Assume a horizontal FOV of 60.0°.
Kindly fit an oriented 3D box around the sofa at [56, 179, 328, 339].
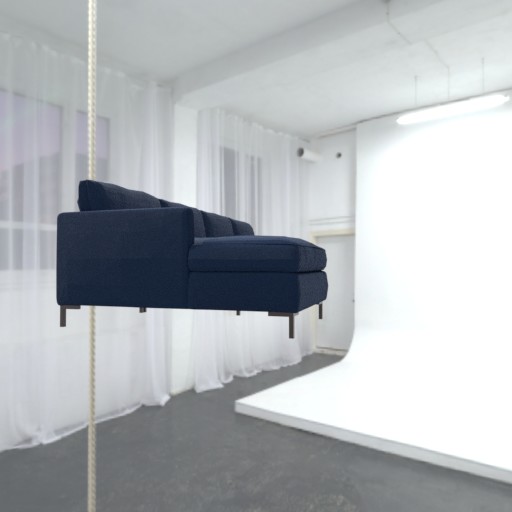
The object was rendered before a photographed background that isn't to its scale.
[{"bbox_3d":[0.000,0.000,2.955,1.128,0.679,2.450,0,-1,18],"label":"sofa"}]
